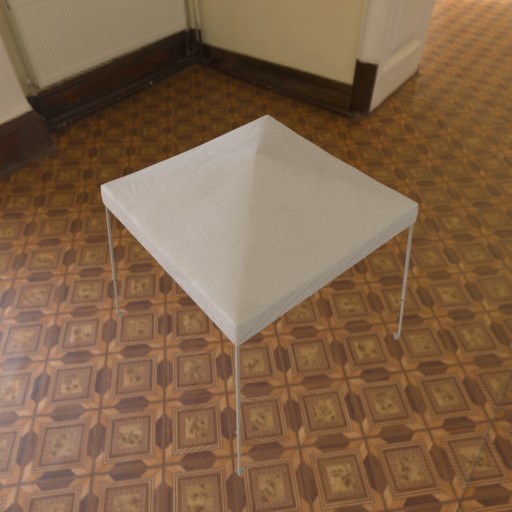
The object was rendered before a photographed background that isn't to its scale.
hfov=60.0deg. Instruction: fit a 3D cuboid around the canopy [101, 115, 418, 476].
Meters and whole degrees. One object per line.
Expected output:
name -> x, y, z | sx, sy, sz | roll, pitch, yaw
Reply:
canopy -> 0.000, 0.000, 6.632 | 3.600, 3.600, 3.599 | -31, 54, -26
